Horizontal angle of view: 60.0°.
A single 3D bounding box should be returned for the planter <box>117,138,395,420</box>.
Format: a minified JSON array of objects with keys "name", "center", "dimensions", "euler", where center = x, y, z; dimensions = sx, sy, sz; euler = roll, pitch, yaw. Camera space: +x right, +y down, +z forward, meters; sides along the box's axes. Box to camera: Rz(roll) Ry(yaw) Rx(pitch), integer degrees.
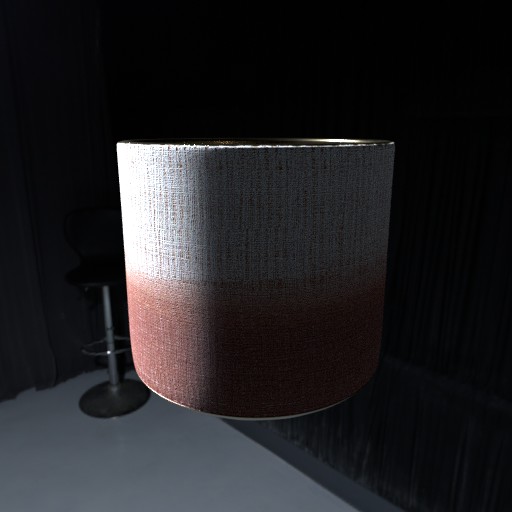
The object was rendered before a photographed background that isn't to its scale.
[{"name":"planter","center":[0.000,0.000,0.311],"dimensions":[0.178,0.157,0.178],"euler":[0,16,0]}]
